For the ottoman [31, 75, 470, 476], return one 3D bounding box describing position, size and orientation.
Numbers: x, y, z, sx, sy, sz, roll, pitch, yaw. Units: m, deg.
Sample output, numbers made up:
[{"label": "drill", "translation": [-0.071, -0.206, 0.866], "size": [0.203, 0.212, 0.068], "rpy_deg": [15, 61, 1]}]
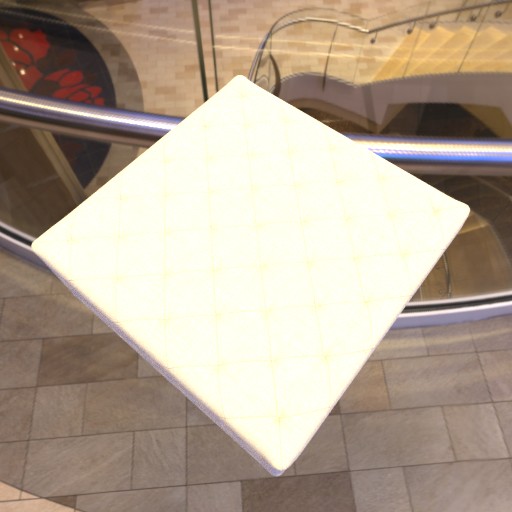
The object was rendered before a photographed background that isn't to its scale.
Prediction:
[{"label": "ottoman", "translation": [0.000, 0.000, 1.607], "size": [1.028, 0.439, 1.028], "rpy_deg": [36, 68, 17]}]
